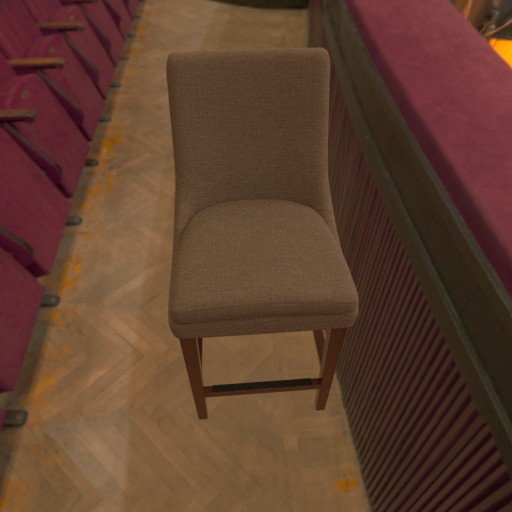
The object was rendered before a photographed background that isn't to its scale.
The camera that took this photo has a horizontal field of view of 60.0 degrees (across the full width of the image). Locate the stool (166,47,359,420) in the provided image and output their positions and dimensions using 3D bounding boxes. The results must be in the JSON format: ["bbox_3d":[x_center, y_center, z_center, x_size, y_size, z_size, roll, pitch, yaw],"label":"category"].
[{"bbox_3d":[0.000,0.000,1.296,0.470,0.981,0.577,-3,45,-3],"label":"stool"}]
